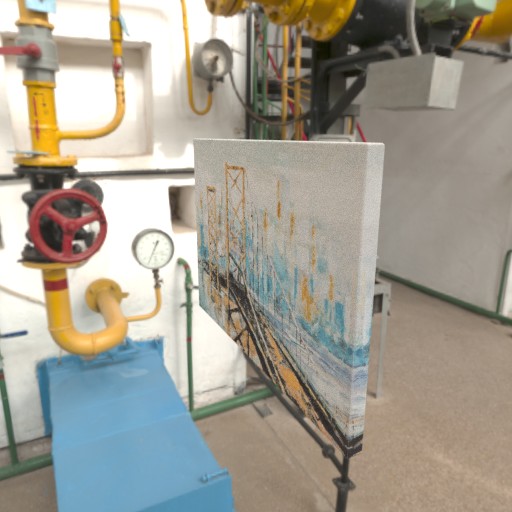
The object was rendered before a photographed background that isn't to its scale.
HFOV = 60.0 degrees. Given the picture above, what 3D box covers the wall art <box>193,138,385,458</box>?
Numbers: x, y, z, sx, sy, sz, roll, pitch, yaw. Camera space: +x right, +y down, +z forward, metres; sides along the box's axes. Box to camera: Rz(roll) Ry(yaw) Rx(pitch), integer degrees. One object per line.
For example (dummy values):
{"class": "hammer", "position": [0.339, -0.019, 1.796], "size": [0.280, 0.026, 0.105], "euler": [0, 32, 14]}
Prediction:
{"class": "wall art", "position": [0.000, 0.000, 1.204], "size": [0.038, 0.609, 0.913], "euler": [-7, 17, -25]}
